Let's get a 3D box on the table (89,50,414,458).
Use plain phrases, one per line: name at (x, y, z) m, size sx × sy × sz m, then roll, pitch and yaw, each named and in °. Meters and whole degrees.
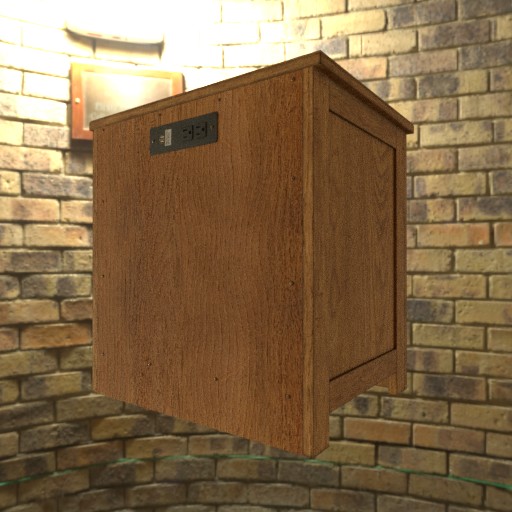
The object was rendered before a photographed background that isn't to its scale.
table at (0.000, 0.000, 1.046) m, size 0.601 × 0.625 × 0.494 m, roll 0°, pitch 0°, yaw 36°
